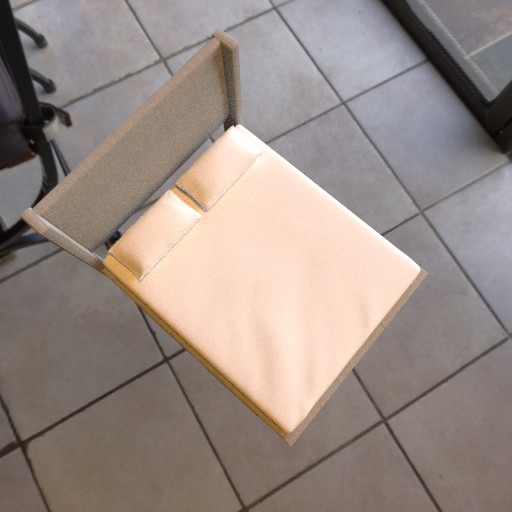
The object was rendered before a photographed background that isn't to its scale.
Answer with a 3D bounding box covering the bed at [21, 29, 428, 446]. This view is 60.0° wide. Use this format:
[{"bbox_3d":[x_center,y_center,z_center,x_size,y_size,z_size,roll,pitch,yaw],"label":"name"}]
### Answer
[{"bbox_3d":[0.000,0.000,3.346,2.222,1.491,1.774,40,79,9],"label":"bed"}]
